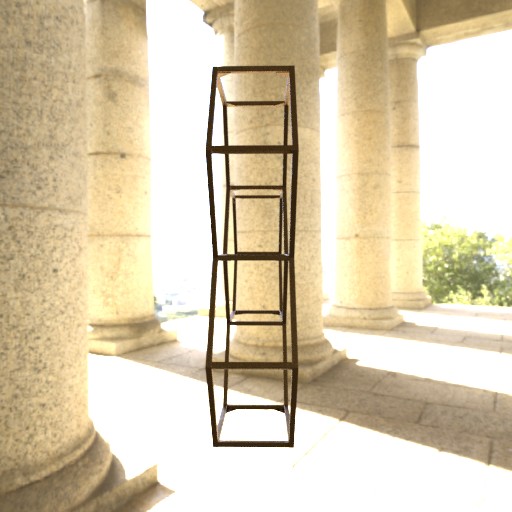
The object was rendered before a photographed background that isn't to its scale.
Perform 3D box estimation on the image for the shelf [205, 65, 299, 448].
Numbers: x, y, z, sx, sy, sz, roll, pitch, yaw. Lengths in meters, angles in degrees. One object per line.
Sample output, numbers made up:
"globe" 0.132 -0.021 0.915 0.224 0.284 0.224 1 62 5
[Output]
"shelf" 0.000 0.000 1.065 0.150 0.701 0.708 0 1 1
